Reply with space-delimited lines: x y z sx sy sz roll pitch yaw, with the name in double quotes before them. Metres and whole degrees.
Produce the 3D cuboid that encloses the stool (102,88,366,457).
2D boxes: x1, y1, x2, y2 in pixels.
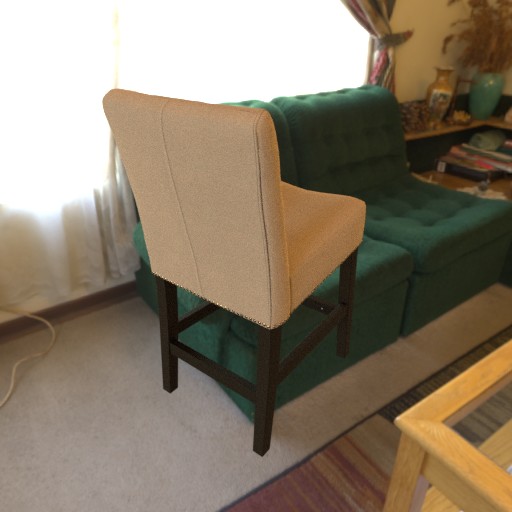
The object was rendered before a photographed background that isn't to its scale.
"stool" 0.000 0.000 1.210 0.427 0.885 0.571 20 35 33
